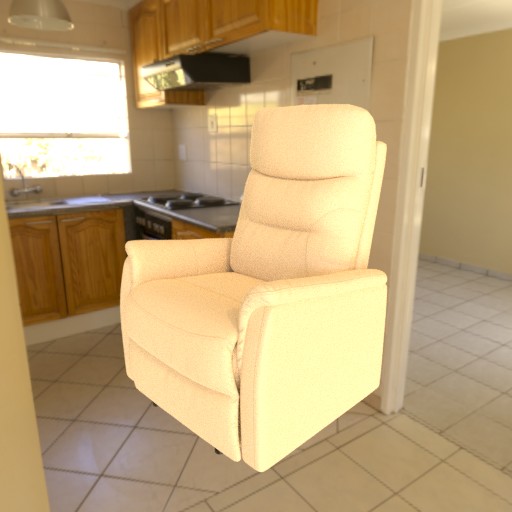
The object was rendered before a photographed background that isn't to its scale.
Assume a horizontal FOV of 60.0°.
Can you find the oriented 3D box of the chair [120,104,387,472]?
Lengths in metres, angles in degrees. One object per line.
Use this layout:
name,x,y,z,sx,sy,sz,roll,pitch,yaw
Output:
chair,0.000,0.000,1.634,0.831,1.082,0.775,-14,21,-43
